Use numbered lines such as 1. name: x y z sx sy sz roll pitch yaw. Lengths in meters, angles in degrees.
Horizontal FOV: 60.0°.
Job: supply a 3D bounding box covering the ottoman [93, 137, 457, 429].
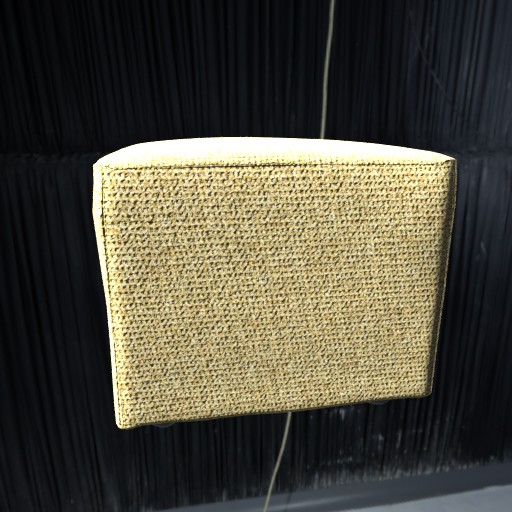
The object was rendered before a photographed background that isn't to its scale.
1. ottoman: 0.000 0.000 0.861 0.505 0.441 0.512 -3 16 -9
